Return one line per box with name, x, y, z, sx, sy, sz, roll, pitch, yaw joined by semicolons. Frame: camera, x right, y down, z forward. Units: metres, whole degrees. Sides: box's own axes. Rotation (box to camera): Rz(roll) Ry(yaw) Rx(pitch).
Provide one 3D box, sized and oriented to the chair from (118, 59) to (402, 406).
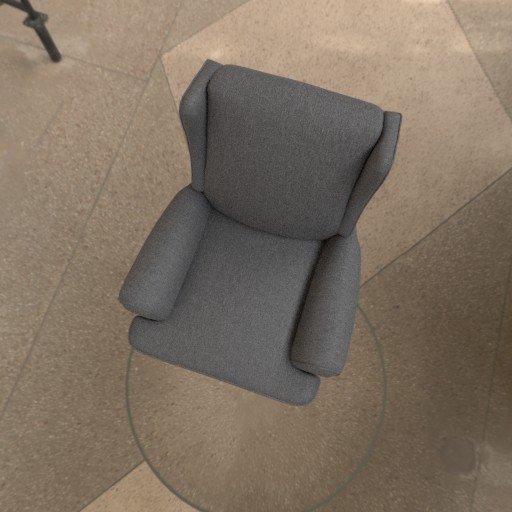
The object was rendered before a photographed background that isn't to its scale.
chair;0.000;0.000;1.712;0.847;1.011;0.969;18;75;5
